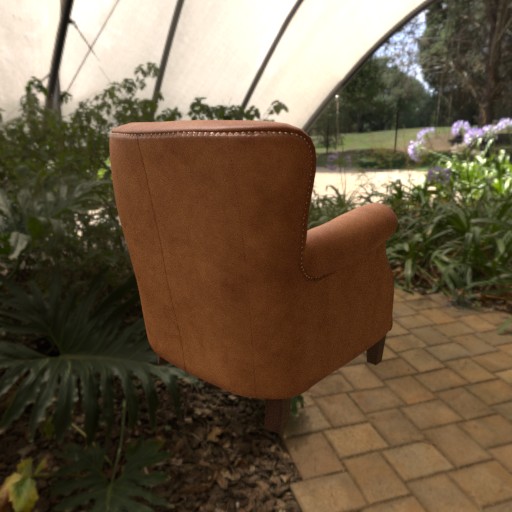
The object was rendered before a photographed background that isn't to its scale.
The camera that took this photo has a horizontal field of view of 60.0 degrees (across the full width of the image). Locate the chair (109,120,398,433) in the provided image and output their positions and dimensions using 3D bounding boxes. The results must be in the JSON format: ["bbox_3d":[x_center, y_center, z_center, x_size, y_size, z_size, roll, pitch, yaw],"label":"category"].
[{"bbox_3d":[0.000,0.000,1.637,0.861,0.936,0.921,15,21,43],"label":"chair"}]
